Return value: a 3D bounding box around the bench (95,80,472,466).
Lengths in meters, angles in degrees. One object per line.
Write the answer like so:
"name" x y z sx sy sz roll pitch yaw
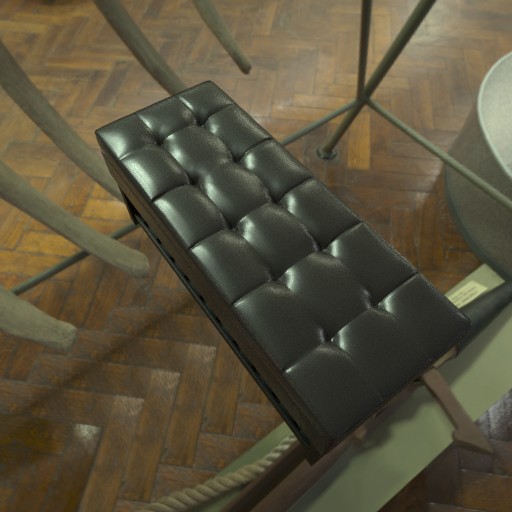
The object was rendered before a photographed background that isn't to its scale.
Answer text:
"bench" 0.000 0.000 1.344 0.432 0.460 1.105 -32 63 -19
